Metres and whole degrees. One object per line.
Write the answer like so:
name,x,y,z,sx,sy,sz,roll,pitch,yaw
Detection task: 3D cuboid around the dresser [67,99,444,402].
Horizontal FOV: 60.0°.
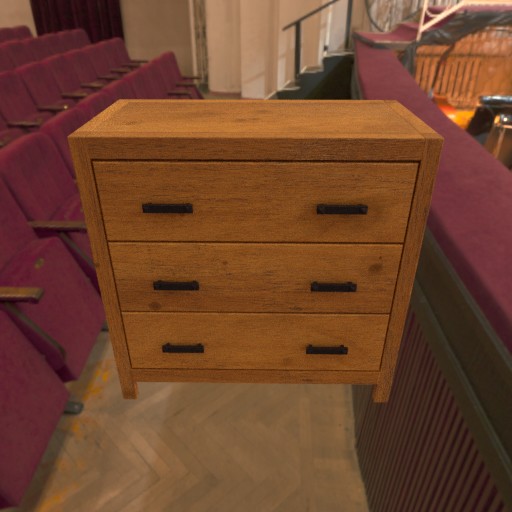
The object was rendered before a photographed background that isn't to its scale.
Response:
dresser,0.000,0.000,1.306,0.804,0.804,0.427,0,30,1
